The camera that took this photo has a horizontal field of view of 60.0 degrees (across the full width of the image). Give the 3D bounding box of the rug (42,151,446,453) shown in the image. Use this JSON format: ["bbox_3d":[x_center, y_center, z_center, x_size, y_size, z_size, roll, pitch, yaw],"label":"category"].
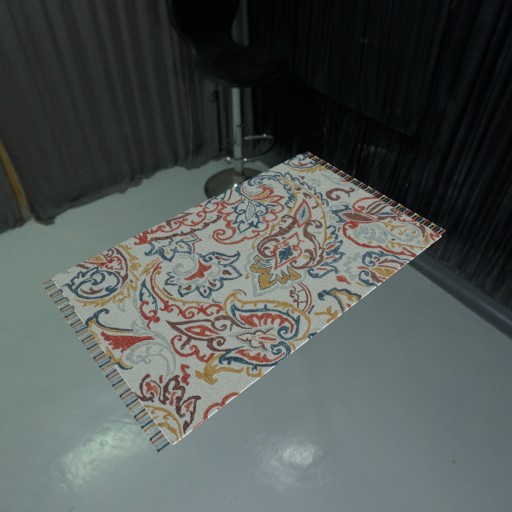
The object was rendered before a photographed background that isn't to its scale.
[{"bbox_3d":[0.000,0.000,3.233,2.584,0.010,1.523,-31,53,-28],"label":"rug"}]
